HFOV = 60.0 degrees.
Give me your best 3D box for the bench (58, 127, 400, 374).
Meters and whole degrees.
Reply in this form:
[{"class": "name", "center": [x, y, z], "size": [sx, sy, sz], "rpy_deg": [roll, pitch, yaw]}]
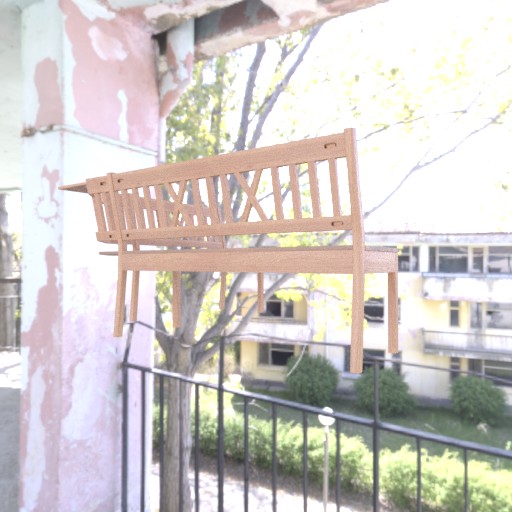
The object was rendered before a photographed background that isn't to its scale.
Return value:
[{"class": "bench", "center": [0.000, 0.000, 2.777], "size": [1.937, 0.902, 1.537], "rpy_deg": [-1, -1, 35]}]
